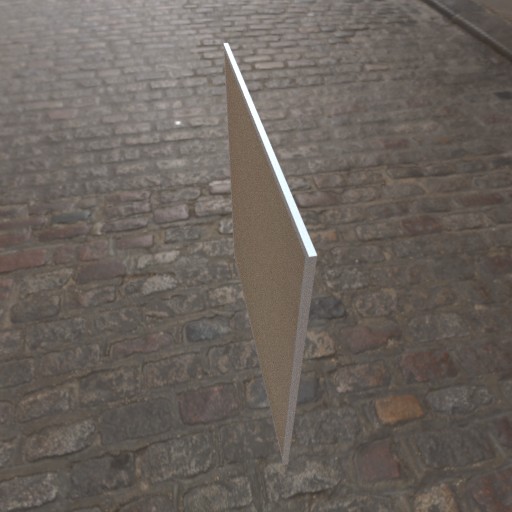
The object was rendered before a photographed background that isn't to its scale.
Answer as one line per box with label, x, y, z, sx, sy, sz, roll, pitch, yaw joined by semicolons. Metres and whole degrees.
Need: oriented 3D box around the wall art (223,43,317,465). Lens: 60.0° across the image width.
wall art;0.000;0.000;0.671;0.007;0.456;0.456;-8;46;-8
